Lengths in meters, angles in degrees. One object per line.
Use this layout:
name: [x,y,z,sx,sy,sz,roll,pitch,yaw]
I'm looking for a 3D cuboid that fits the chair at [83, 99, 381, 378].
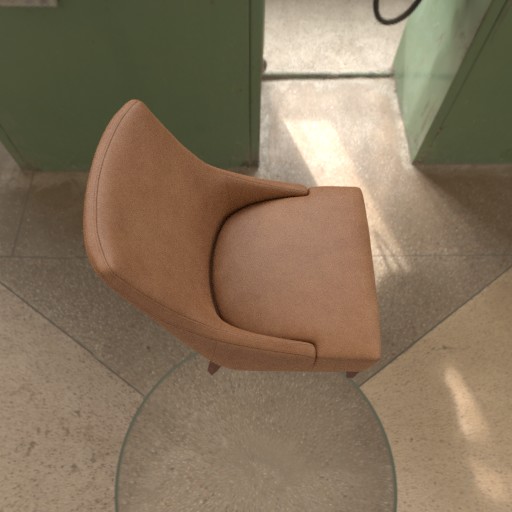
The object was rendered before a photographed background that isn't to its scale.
chair: [0.000,0.000,1.523,0.861,0.909,0.701,0,64,0]
